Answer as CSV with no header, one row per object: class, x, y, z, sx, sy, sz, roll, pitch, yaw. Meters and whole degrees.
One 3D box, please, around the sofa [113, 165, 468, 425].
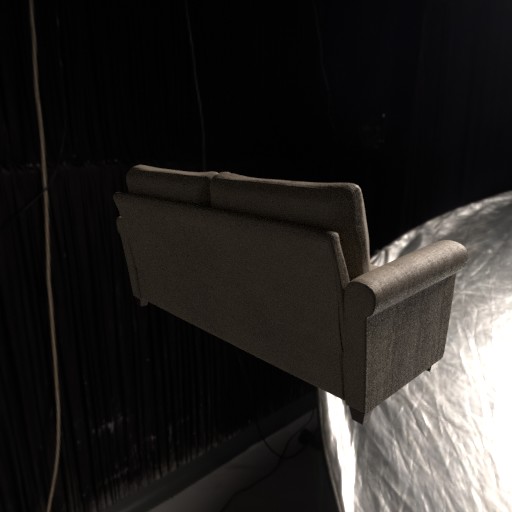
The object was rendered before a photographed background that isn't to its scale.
sofa,0.000,0.000,2.447,0.842,0.942,1.935,-14,20,-41
